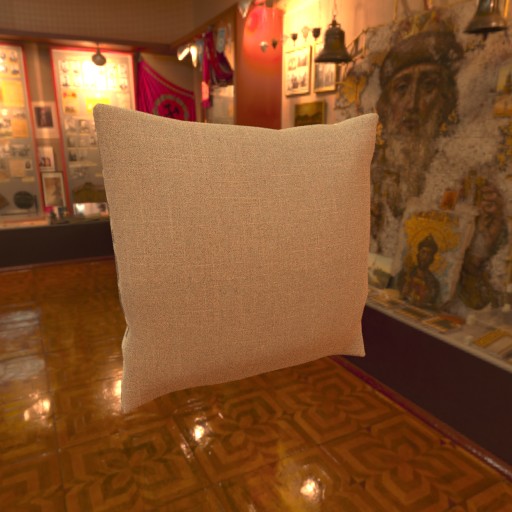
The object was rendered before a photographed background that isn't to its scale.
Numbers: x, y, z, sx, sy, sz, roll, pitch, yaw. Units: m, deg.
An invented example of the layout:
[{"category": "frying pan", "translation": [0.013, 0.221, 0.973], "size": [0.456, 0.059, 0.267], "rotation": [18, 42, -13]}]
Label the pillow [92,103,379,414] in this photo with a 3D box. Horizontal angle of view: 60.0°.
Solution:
[{"category": "pillow", "translation": [0.000, 0.000, 0.788], "size": [0.508, 0.498, 0.215], "rotation": [-7, 16, -25]}]
